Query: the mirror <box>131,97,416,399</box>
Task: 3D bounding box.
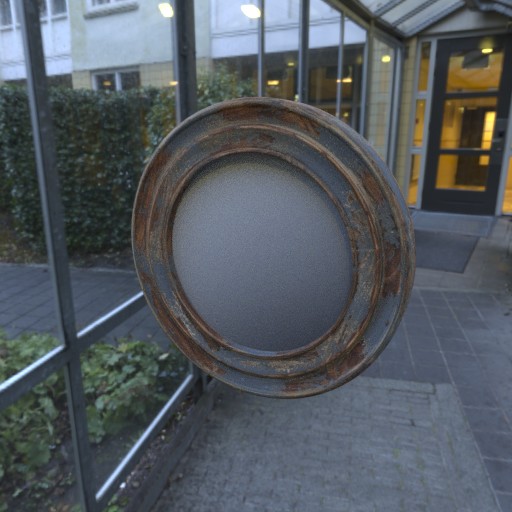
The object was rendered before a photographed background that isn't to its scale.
[{"bbox_3d":[0.000,0.000,0.866,0.585,0.585,0.061,7,17,25],"label":"mirror"}]
